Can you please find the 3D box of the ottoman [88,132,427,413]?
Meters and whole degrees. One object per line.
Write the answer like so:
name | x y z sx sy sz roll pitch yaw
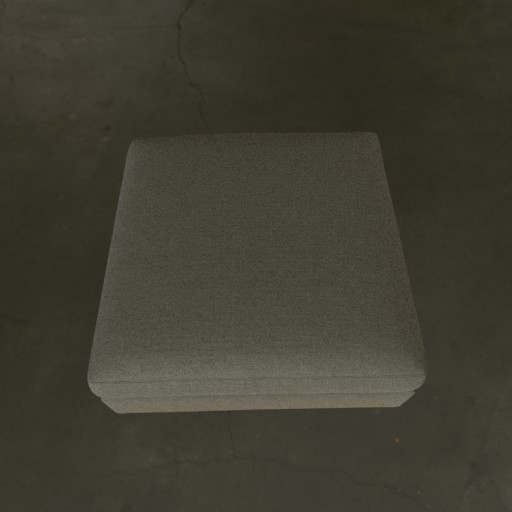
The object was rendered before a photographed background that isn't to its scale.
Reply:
ottoman | 0.000 0.000 1.657 1.041 0.470 1.041 -1 59 -1
